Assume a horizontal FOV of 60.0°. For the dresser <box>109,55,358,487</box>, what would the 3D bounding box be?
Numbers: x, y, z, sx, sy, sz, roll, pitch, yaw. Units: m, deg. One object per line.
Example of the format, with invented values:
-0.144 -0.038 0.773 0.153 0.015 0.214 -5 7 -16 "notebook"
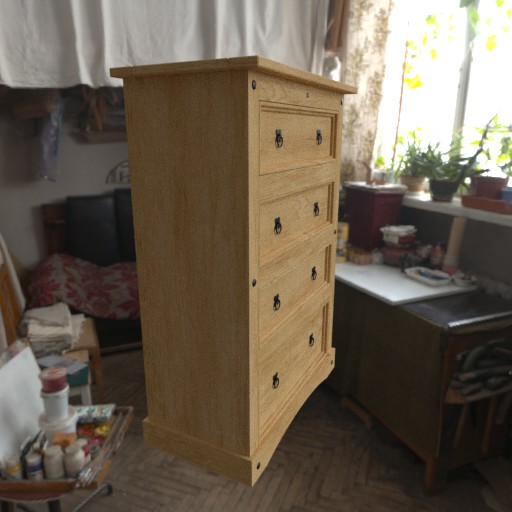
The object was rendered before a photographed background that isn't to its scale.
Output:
0.000 0.000 1.738 0.485 1.300 0.915 8 17 26 "dresser"
